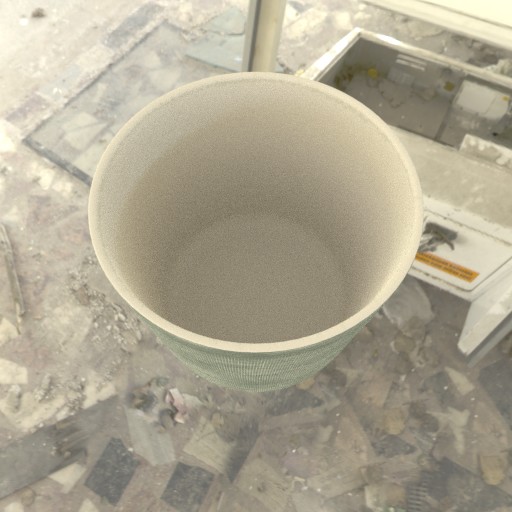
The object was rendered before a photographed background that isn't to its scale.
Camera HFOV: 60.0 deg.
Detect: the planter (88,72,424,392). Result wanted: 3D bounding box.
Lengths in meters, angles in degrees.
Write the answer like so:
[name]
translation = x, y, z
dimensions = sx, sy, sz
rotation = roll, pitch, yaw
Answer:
[planter]
translation = 0.000, 0.000, 0.764
dimensions = 0.440, 0.398, 0.440
rotation = 0, 63, 0
